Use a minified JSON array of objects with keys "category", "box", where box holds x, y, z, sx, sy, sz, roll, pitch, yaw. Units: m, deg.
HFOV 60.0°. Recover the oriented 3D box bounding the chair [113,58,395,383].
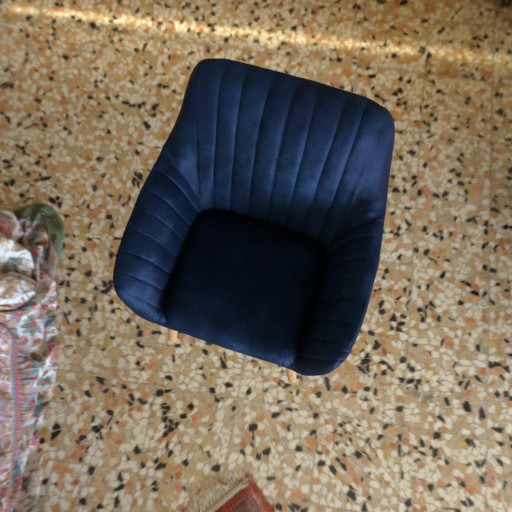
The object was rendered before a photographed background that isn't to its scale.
[{"category":"chair","box":[0.000,0.000,1.221,0.578,0.826,0.573,17,75,5]}]
